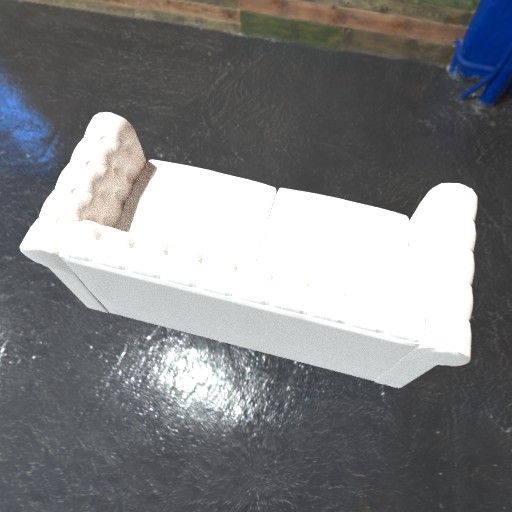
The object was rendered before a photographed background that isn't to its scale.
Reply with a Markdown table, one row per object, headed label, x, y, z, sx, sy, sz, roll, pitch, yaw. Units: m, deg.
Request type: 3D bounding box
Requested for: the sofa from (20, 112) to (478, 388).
| label | x | y | z | sx | sy | sz | roll | pitch | yaw |
| --- | --- | --- | --- | --- | --- | --- | --- | --- | --- |
| sofa | 0.000 | 0.000 | 2.148 | 1.798 | 0.796 | 0.771 | 13 | 64 | 7 |
